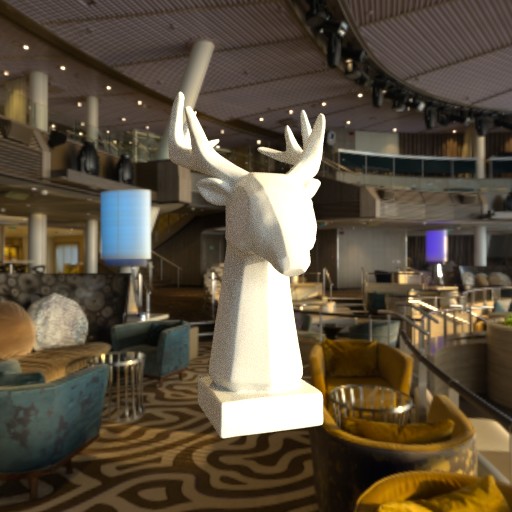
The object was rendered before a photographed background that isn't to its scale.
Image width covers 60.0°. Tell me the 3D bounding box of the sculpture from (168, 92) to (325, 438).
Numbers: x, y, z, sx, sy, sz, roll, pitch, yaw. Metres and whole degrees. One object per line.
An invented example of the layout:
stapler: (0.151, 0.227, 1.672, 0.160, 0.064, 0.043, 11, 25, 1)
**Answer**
sculpture: (0.000, 0.000, 0.463, 0.174, 0.329, 0.224, 0, -1, -19)
